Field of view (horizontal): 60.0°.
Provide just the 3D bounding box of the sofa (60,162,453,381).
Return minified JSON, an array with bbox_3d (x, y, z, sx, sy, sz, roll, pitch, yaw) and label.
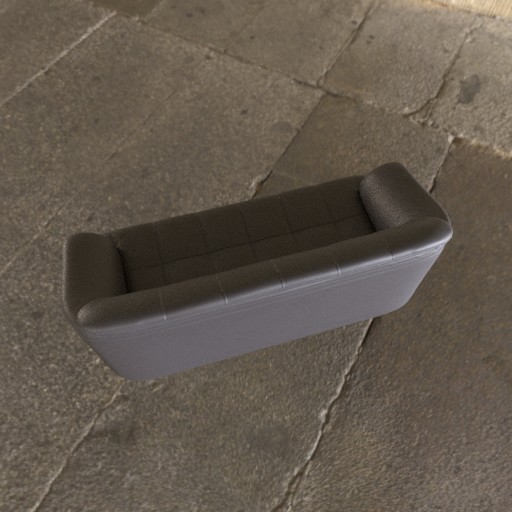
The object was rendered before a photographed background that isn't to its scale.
[{"bbox_3d":[0.000,0.000,2.287,1.829,0.811,0.800,-14,60,-8],"label":"sofa"}]
